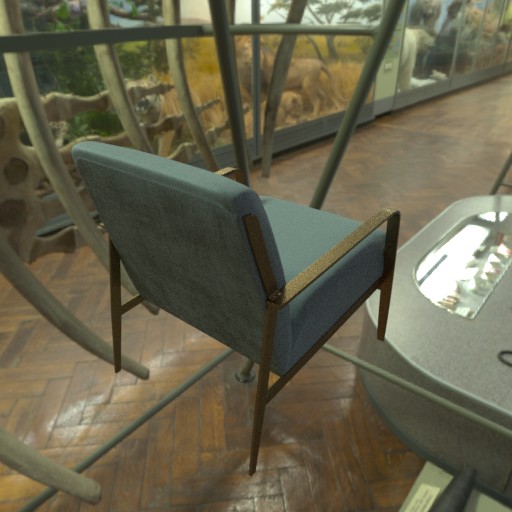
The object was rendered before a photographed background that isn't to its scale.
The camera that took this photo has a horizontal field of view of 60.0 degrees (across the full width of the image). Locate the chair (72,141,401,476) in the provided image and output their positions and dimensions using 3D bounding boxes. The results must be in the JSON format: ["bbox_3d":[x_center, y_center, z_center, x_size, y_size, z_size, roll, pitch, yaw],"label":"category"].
[{"bbox_3d":[0.000,0.000,1.468,0.701,0.824,0.842,22,35,34],"label":"chair"}]
